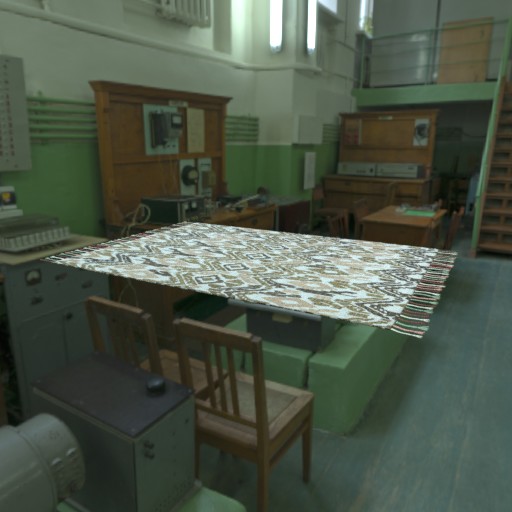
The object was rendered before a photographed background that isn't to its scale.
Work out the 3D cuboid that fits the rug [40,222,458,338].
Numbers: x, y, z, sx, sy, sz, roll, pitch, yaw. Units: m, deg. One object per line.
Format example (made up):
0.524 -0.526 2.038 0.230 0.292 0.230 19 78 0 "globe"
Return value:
0.000 0.000 2.278 1.829 0.008 1.219 8 17 28 "rug"
